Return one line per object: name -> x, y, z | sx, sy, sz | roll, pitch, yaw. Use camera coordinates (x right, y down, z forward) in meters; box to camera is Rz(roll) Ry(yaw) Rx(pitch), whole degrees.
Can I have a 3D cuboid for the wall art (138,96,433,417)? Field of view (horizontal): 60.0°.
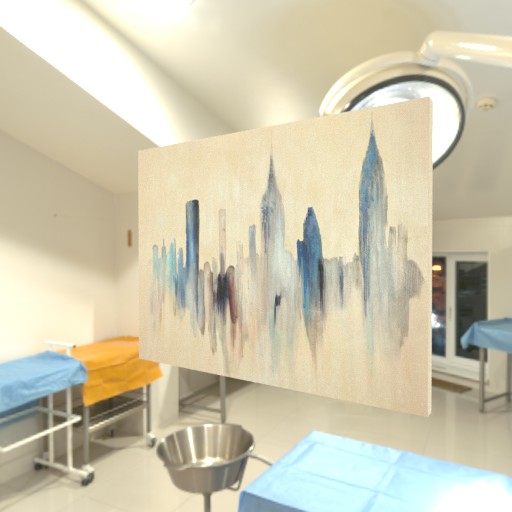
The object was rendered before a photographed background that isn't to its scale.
wall art -> 0.000, 0.000, 1.353 | 1.016, 0.762, 0.038 | 1, 1, 34
